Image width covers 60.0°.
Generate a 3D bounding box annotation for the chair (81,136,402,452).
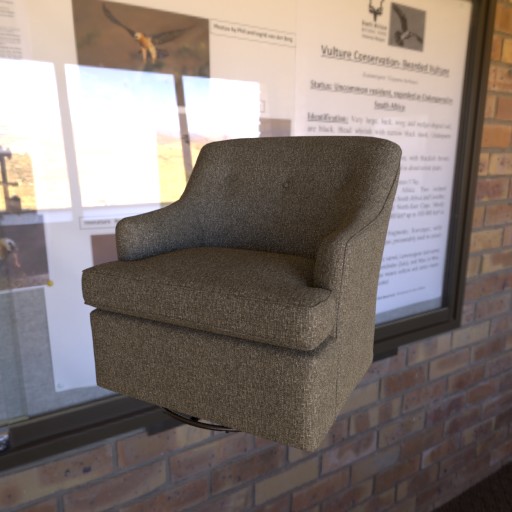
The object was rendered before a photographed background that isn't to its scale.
[{"bbox_3d":[0.000,0.000,1.581,0.864,0.856,0.923,6,14,26],"label":"chair"}]
